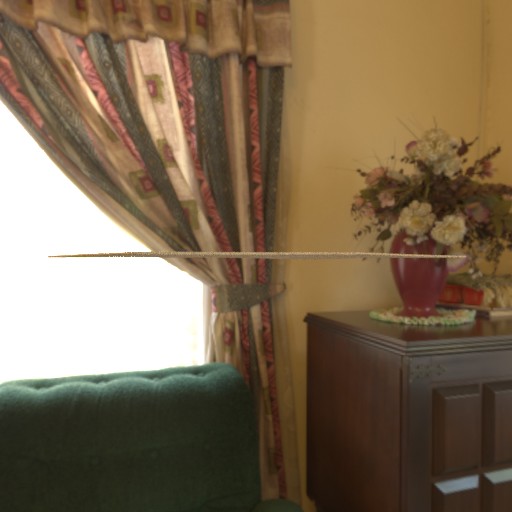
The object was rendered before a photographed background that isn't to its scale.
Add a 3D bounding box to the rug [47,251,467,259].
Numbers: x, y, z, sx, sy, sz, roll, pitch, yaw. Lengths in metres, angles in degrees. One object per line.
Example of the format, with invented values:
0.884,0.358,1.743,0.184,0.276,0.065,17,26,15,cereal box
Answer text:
0.000,0.000,2.933,2.264,0.030,1.624,1,-1,-35,rug
